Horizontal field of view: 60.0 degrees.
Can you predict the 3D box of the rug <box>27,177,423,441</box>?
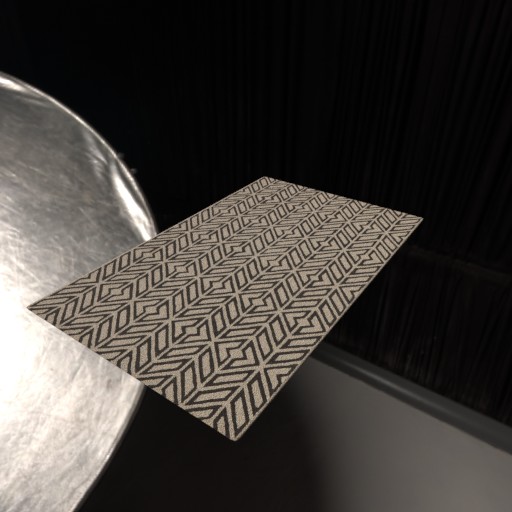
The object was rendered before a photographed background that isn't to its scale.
[{"bbox_3d":[0.000,0.000,3.016,1.523,0.008,2.438,20,37,29],"label":"rug"}]
